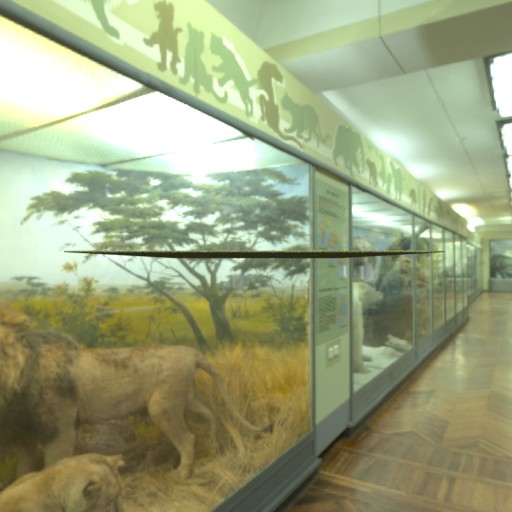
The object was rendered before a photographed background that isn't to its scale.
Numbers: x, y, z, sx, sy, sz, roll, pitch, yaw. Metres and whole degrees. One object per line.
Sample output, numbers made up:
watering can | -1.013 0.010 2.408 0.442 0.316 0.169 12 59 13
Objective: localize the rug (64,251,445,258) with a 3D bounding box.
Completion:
rug | 0.000 0.000 2.917 1.529 0.007 2.297 0 -1 0
